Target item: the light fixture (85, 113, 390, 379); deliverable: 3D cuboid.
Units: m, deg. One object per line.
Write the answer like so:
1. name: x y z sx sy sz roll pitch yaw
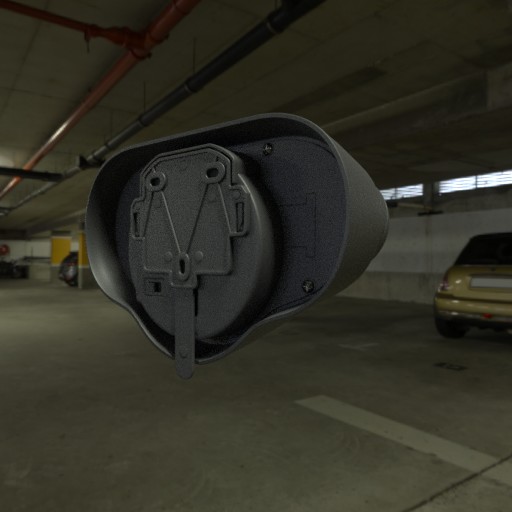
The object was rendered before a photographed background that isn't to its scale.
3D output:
1. light fixture: 0.000 0.000 0.347 0.229 0.159 0.159 0 -1 37
